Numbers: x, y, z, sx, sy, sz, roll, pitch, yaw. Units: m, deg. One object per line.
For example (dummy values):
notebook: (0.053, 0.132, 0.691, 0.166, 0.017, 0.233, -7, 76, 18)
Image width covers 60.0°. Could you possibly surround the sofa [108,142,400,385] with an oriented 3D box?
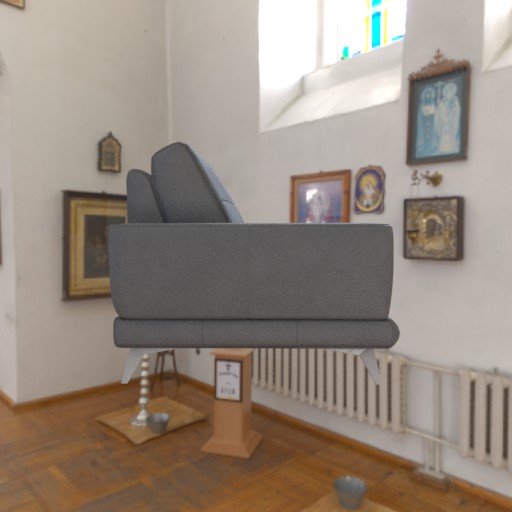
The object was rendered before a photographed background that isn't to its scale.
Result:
sofa: (0.000, 0.000, 2.389, 1.018, 0.907, 1.806, 0, 0, 1)
